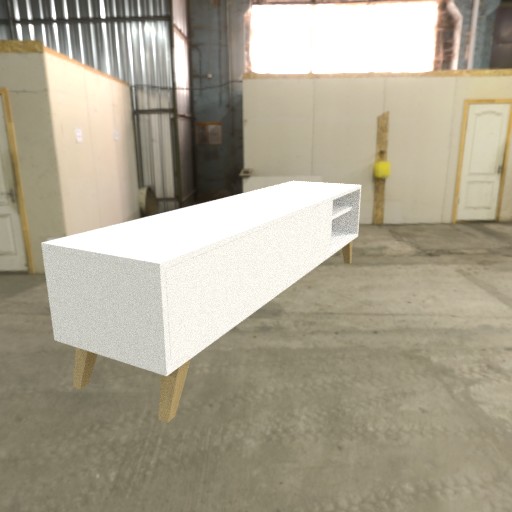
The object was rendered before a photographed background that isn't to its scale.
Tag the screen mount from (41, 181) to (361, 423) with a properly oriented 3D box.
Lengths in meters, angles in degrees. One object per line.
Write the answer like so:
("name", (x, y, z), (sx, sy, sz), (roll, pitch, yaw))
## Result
("screen mount", (0.000, 0.000, 1.829), (0.399, 0.432, 1.644), (8, 18, 27))
